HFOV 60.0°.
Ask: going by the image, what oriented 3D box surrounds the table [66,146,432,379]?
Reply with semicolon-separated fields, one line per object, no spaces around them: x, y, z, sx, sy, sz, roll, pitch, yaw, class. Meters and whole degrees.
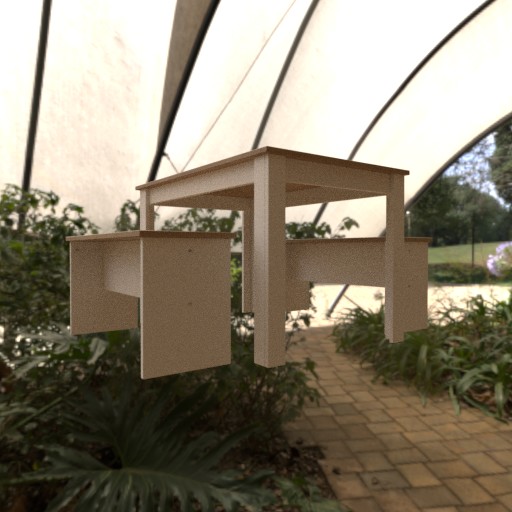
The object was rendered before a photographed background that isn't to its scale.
0.000;0.000;2.027;1.443;0.700;1.100;-1;1;-36;table
